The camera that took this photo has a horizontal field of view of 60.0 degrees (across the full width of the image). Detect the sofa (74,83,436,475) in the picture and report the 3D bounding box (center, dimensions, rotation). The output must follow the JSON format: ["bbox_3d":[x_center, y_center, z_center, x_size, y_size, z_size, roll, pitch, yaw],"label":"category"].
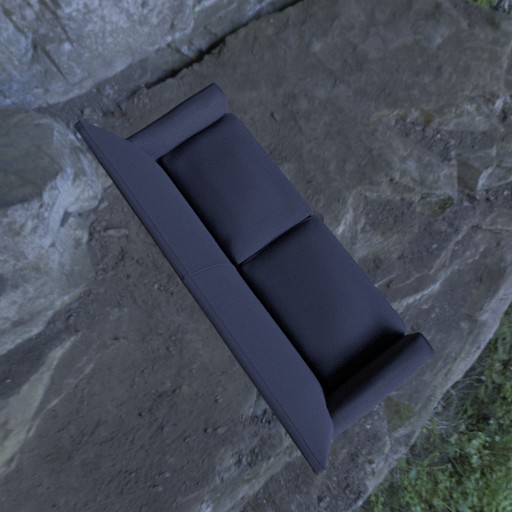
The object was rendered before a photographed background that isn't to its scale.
[{"bbox_3d":[0.000,0.000,2.496,0.843,0.907,2.002,-35,77,-9],"label":"sofa"}]
